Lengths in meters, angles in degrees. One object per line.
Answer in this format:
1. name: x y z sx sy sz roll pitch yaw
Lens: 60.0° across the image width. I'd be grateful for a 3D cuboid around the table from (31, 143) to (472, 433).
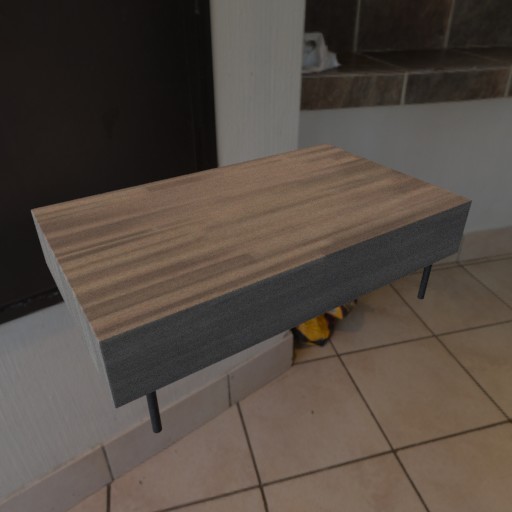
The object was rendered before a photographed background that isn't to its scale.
1. table: 0.000 0.000 1.356 1.088 0.347 0.643 -19 37 -28
